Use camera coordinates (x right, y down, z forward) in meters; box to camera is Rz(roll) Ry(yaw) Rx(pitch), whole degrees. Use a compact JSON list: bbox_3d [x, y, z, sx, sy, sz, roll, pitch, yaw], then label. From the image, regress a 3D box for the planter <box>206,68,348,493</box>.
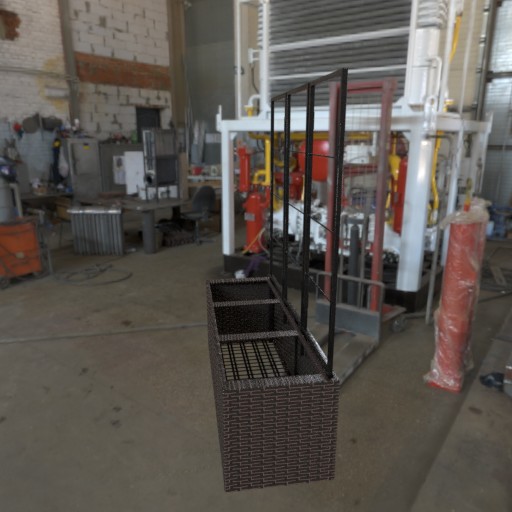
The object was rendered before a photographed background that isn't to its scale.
[{"bbox_3d":[0.000,0.000,1.174,0.244,0.841,0.699,-2,15,-9],"label":"planter"}]
